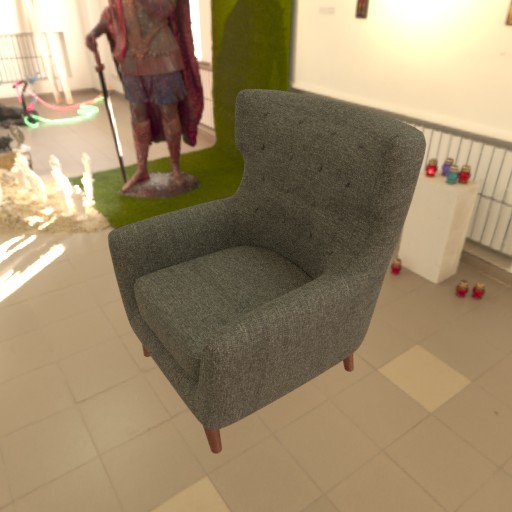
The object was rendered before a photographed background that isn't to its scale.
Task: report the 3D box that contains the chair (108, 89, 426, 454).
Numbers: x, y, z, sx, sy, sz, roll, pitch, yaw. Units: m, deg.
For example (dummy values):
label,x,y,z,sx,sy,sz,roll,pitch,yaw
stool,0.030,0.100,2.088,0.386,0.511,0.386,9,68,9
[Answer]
label,x,y,z,sx,sy,sz,roll,pitch,yaw
chair,0.000,0.000,1.730,0.904,1.063,0.878,-20,37,-30
